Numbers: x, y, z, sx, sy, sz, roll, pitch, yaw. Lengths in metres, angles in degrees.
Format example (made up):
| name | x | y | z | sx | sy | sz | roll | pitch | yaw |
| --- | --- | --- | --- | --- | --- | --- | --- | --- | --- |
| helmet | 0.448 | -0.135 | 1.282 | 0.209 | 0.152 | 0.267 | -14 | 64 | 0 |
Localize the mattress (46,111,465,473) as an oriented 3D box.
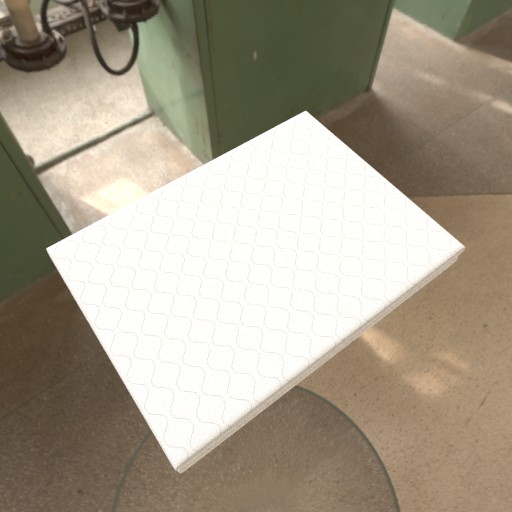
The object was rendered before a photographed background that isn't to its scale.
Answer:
| name | x | y | z | sx | sy | sz | roll | pitch | yaw |
| --- | --- | --- | --- | --- | --- | --- | --- | --- | --- |
| mattress | 0.000 | 0.000 | 2.552 | 1.900 | 0.200 | 1.400 | -32 | 64 | -18 |
